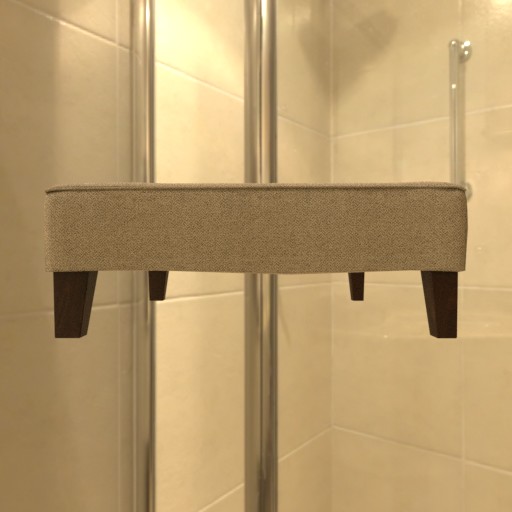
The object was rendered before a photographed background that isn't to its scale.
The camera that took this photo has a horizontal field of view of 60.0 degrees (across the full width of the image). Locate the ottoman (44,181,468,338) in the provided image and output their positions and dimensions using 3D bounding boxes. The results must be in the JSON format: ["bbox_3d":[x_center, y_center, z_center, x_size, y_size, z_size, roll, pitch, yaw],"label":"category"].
[{"bbox_3d":[0.000,0.000,1.480,0.973,0.381,0.982,0,0,0],"label":"ottoman"}]
